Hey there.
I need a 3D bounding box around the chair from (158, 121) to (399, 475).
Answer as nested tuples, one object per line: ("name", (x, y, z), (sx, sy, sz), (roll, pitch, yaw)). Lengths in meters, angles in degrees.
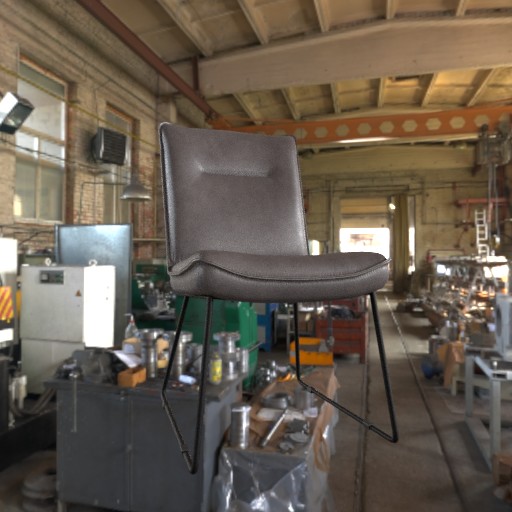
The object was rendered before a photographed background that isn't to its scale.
("chair", (0.000, 0.000, 1.320), (0.515, 0.932, 0.688), (0, -1, -19))
